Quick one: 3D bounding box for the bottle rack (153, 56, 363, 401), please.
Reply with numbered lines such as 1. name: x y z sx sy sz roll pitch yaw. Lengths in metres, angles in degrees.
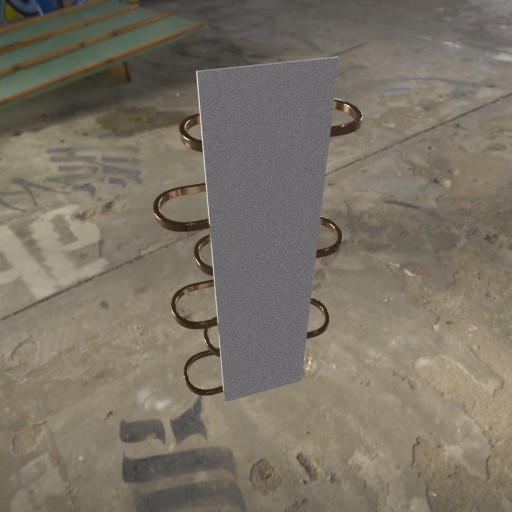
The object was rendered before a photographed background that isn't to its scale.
1. bottle rack: 0.000 0.000 0.811 0.332 0.709 0.118 -12 42 -13
